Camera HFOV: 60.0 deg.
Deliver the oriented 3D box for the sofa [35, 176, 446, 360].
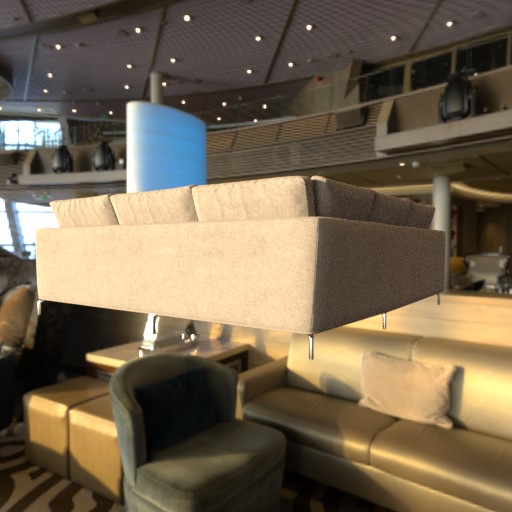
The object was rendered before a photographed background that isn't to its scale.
[{"bbox_3d":[0.000,0.000,3.612,2.438,0.864,2.438,1,2,35],"label":"sofa"}]
